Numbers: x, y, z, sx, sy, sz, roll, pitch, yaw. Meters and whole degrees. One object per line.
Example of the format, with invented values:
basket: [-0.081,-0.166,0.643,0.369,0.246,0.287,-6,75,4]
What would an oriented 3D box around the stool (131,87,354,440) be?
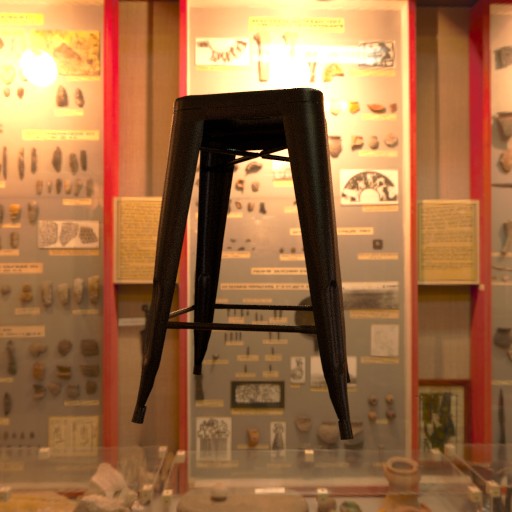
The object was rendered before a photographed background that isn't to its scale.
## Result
stool: [0.000,0.000,0.937,0.455,0.609,0.423,0,0,0]
